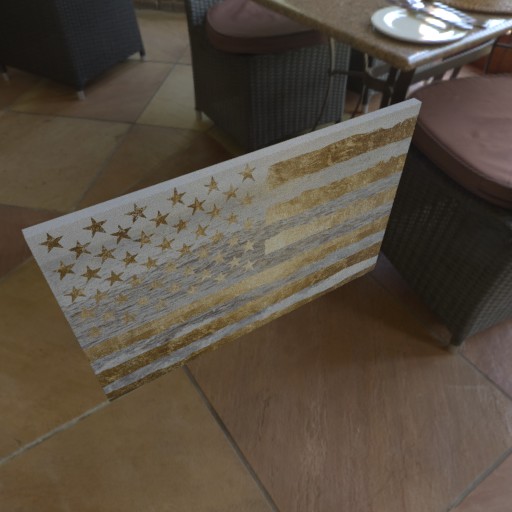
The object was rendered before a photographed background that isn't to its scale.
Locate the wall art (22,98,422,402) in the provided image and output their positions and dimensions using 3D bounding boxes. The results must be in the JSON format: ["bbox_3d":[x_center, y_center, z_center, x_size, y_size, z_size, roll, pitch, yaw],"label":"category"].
[{"bbox_3d":[0.000,0.000,1.146,0.932,0.610,0.027,-23,51,-21],"label":"wall art"}]
